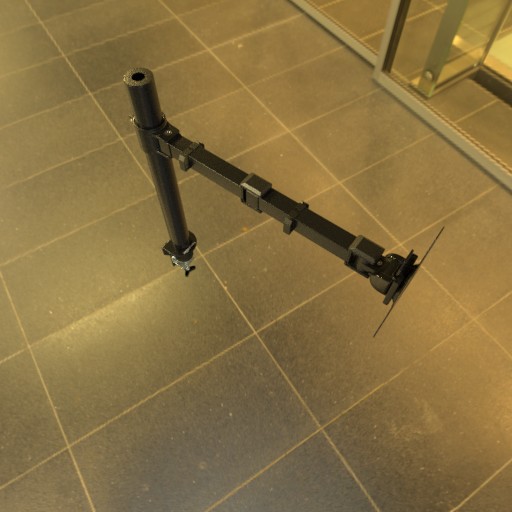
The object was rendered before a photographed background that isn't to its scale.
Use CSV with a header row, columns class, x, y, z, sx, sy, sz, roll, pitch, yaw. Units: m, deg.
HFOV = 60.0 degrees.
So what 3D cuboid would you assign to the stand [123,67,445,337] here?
class,x,y,z,sx,sy,sz,roll,pitch,yaw
stand,0.000,0.000,0.735,0.456,0.510,0.115,33,64,19
